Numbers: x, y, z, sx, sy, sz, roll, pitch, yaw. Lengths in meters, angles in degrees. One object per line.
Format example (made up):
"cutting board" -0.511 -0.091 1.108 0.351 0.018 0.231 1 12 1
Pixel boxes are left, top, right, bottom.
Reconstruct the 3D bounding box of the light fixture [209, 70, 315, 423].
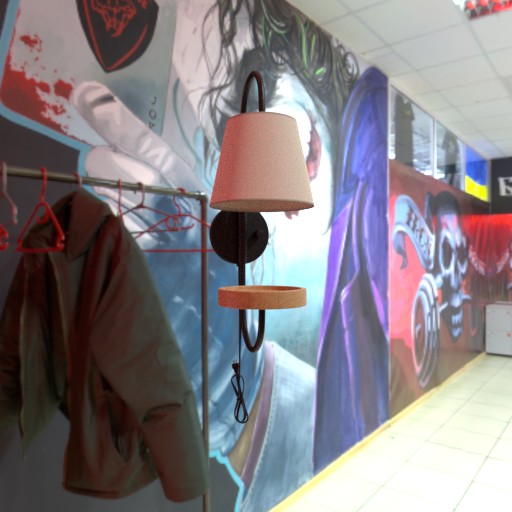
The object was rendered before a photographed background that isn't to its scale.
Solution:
"light fixture" 0.000 0.000 0.966 0.220 0.821 0.299 0 0 -18
